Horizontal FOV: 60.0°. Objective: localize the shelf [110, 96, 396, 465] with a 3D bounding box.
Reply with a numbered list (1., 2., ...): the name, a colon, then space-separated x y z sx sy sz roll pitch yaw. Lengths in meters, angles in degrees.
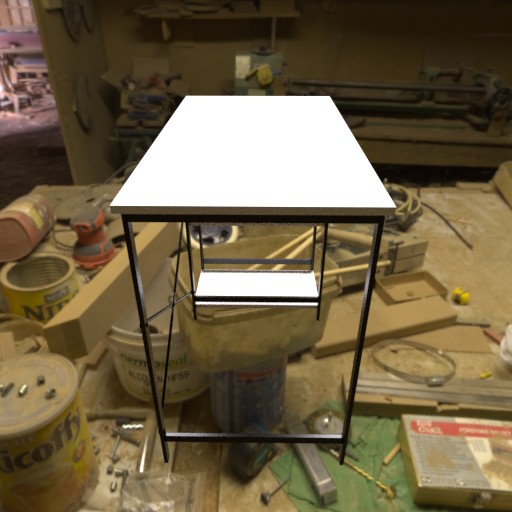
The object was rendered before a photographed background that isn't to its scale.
1. shelf: 0.000 0.000 1.348 0.498 0.750 0.902 0 31 1
